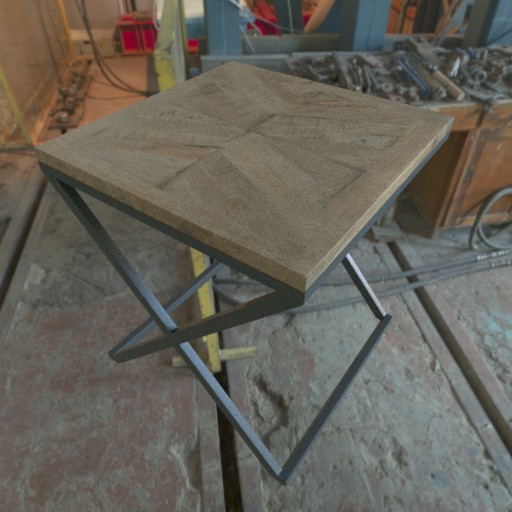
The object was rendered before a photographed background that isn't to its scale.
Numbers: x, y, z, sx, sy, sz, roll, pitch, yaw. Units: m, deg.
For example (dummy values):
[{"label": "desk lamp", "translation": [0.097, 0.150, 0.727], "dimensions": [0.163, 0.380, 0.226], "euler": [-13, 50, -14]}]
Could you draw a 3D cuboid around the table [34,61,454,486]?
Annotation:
[{"label": "table", "translation": [0.000, 0.000, 0.909], "dimensions": [0.498, 0.550, 0.499], "euler": [26, 48, 26]}]
